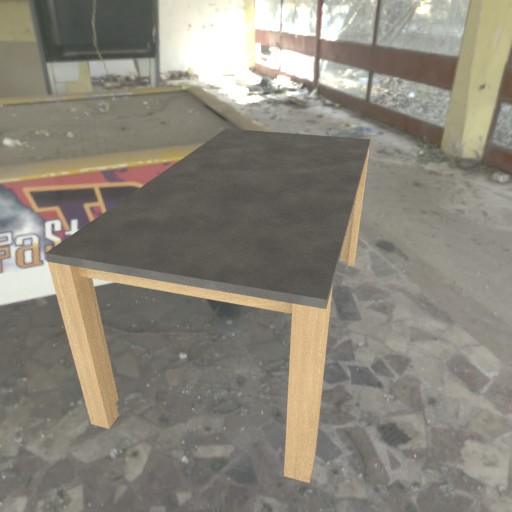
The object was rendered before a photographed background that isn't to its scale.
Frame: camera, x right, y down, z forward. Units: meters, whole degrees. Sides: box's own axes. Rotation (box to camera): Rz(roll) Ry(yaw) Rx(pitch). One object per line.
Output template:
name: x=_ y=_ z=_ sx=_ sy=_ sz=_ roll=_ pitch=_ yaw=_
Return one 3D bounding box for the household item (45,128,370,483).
household item: x=0.000 y=0.000 z=2.082 sx=0.850 sy=0.755 sz=1.600 roll=8 pitch=31 yaw=14
